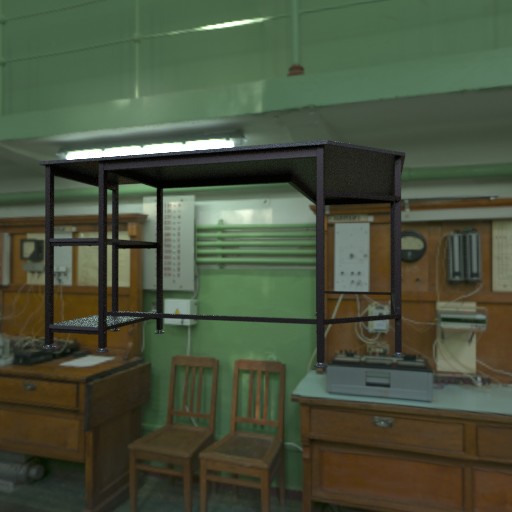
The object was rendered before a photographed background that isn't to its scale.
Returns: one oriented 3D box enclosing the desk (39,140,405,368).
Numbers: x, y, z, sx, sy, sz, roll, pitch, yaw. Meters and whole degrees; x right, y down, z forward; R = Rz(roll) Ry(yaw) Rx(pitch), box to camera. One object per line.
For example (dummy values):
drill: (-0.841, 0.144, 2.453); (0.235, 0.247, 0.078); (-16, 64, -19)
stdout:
desk: (0.000, 0.000, 2.214); (1.379, 0.739, 1.379); (0, 0, 16)
